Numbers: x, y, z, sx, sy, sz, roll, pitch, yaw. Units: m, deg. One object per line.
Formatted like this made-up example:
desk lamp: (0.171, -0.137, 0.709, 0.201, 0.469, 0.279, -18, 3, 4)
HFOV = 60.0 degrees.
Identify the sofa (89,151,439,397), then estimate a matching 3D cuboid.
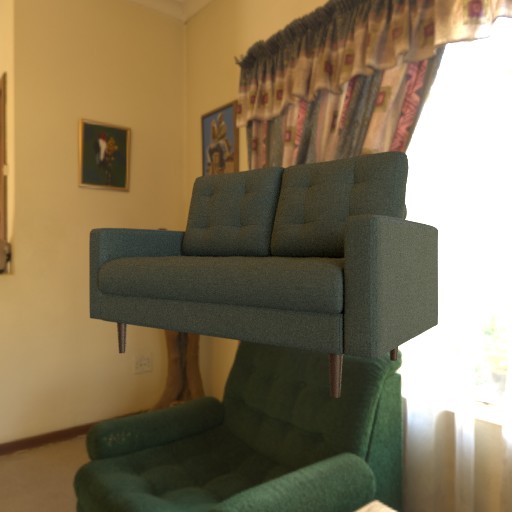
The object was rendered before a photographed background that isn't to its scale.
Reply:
sofa: (0.000, 0.000, 2.012, 1.407, 0.907, 0.842, 0, 1, 35)
